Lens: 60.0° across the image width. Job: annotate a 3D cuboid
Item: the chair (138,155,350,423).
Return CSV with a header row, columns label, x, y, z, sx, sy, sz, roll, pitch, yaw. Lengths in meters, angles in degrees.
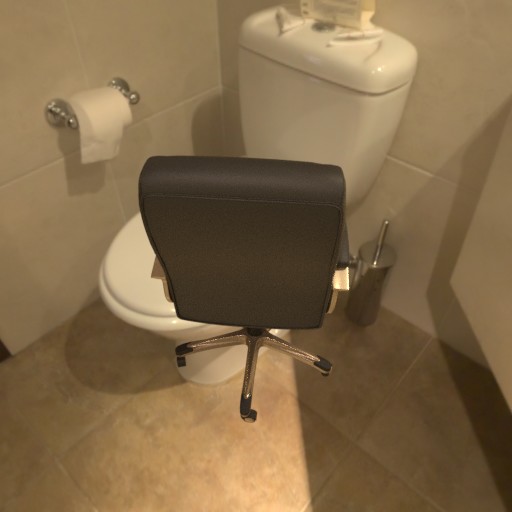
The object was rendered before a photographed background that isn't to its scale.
label,x,y,z,sx,sy,sz,roll,pitch,yaw
chair,0.000,0.000,1.634,0.694,1.188,0.748,4,46,3
